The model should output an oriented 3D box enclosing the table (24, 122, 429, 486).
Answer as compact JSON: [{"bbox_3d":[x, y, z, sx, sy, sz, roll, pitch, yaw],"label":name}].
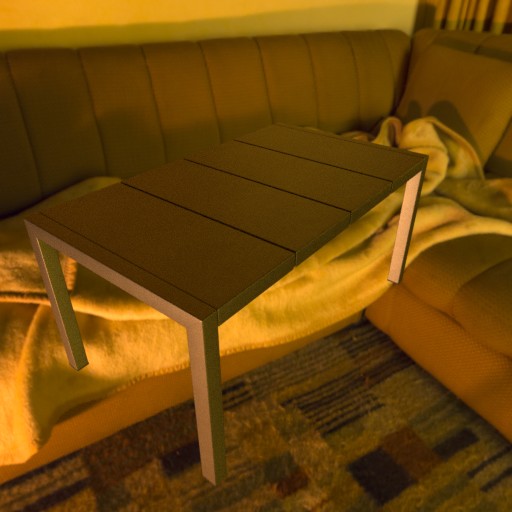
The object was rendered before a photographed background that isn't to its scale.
[{"bbox_3d":[0.000,0.000,1.279,0.559,0.460,0.965,23,39,32],"label":"table"}]
